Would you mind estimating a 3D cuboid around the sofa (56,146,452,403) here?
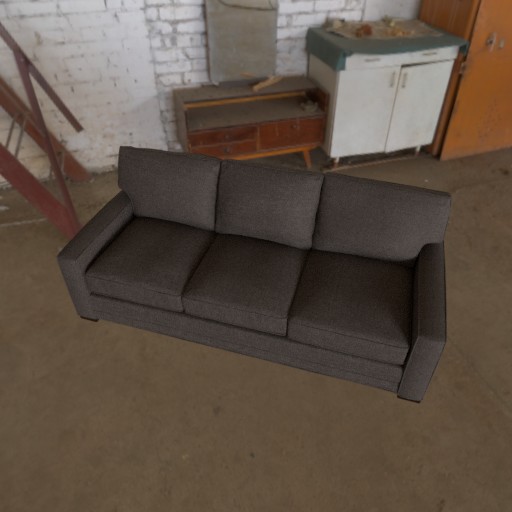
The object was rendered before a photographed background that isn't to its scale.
[{"bbox_3d":[0.000,0.000,2.958,2.369,0.978,1.004,11,42,13],"label":"sofa"}]
